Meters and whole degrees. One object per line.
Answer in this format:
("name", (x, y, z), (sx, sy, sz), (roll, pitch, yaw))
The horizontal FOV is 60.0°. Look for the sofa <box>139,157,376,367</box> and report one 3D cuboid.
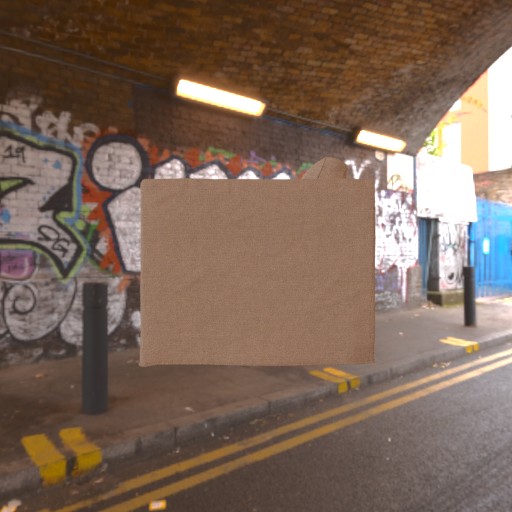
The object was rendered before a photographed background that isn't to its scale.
("sofa", (0.000, 0.000, 2.832), (0.956, 0.847, 2.296), (0, 0, 0))
